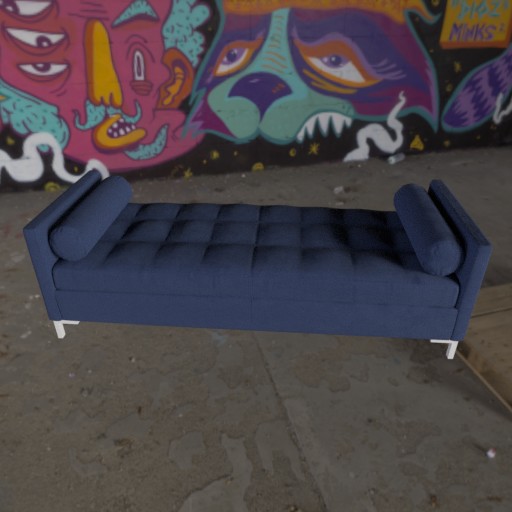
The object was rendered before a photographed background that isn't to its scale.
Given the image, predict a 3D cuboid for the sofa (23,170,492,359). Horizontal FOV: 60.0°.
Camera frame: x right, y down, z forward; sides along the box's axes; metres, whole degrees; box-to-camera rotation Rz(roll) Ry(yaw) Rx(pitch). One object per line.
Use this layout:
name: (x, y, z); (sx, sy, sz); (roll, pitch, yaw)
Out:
sofa: (0.000, 0.000, 2.430); (2.102, 0.657, 0.797); (2, 31, 4)
